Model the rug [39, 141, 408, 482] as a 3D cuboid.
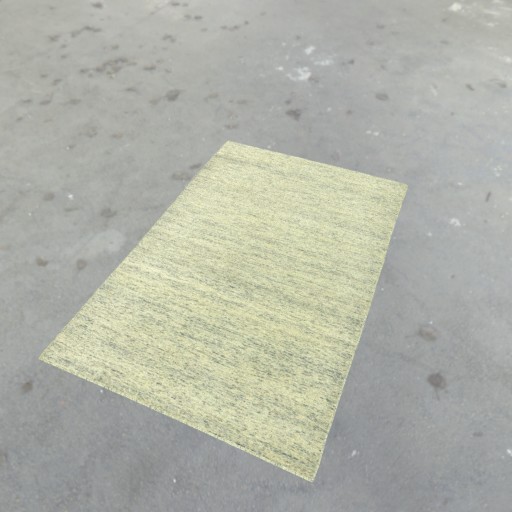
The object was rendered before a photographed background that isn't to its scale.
[{"bbox_3d":[0.000,0.000,2.306,1.243,0.014,1.846,18,49,16],"label":"rug"}]
